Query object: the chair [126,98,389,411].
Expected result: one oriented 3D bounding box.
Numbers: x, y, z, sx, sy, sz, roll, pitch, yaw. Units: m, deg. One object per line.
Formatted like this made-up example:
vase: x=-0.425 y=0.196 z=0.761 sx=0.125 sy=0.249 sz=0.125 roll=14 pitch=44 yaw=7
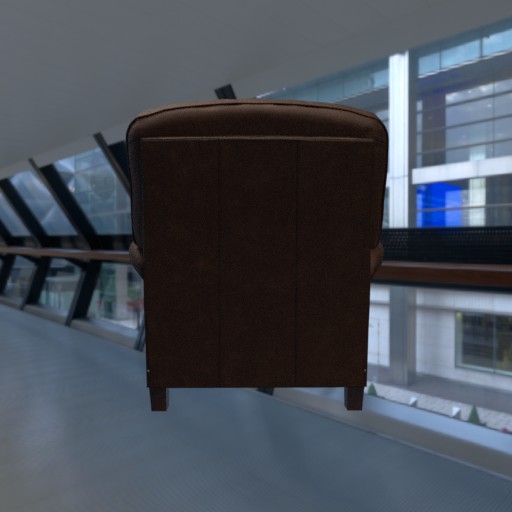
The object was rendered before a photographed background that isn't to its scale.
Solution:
chair: x=0.000 y=0.000 z=1.766 sx=0.936 sy=1.018 sz=0.986 roll=0 pitch=0 yaw=-1
